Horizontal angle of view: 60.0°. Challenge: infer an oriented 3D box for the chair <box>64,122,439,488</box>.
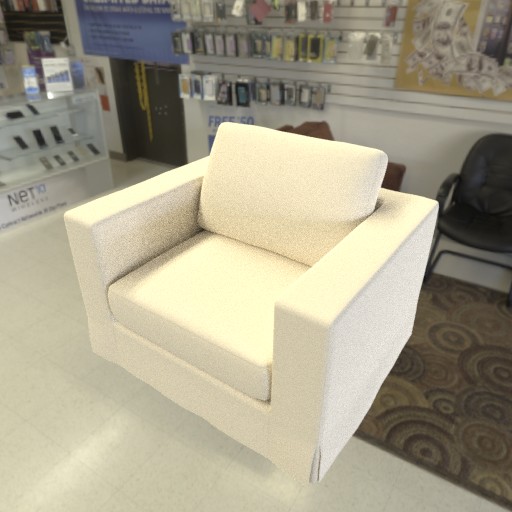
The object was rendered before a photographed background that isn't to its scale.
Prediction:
[{"bbox_3d":[0.000,0.000,1.786,1.150,0.878,0.957,20,36,30],"label":"chair"}]
